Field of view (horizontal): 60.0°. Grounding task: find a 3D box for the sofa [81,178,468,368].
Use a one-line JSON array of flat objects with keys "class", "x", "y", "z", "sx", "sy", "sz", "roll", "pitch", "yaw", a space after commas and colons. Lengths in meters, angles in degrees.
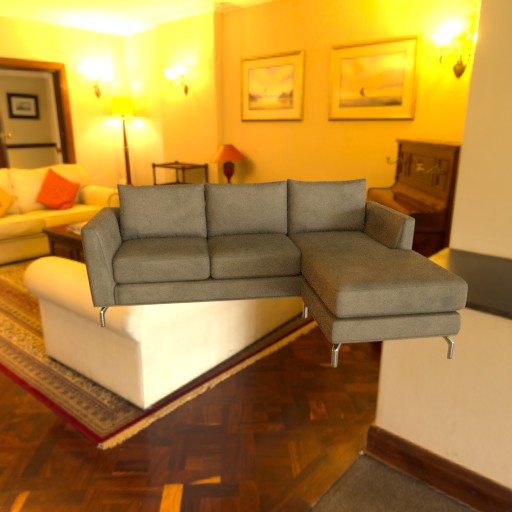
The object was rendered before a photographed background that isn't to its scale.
[{"class": "sofa", "x": 0.000, "y": 0.000, "z": 3.285, "sx": 2.438, "sy": 0.987, "sz": 1.622, "roll": -2, "pitch": 17, "yaw": -8}]
